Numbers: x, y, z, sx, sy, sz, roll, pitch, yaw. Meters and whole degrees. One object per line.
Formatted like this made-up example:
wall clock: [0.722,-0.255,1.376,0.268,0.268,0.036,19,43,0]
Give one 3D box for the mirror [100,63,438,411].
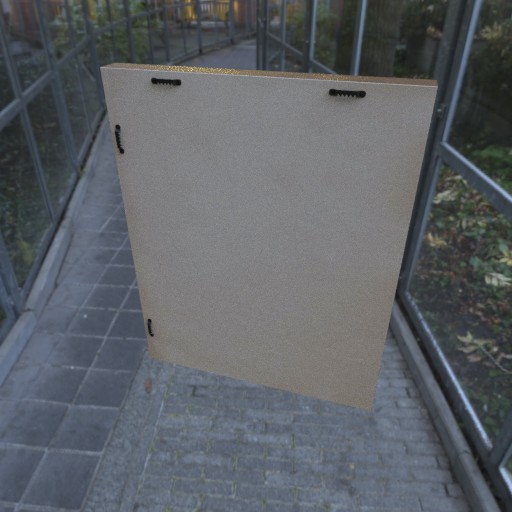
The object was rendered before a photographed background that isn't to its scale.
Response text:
mirror: [0.000,0.000,0.657,0.405,0.508,0.041,9,33,15]
